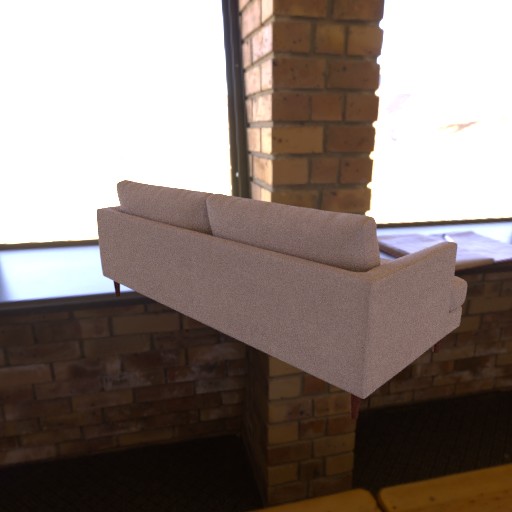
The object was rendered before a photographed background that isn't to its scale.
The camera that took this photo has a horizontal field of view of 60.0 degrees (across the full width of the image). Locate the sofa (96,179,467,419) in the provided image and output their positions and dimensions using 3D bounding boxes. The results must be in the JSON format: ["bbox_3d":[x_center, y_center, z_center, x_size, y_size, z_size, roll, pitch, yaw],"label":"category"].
[{"bbox_3d":[0.000,0.000,2.807,2.250,0.868,1.020,15,22,43],"label":"sofa"}]
